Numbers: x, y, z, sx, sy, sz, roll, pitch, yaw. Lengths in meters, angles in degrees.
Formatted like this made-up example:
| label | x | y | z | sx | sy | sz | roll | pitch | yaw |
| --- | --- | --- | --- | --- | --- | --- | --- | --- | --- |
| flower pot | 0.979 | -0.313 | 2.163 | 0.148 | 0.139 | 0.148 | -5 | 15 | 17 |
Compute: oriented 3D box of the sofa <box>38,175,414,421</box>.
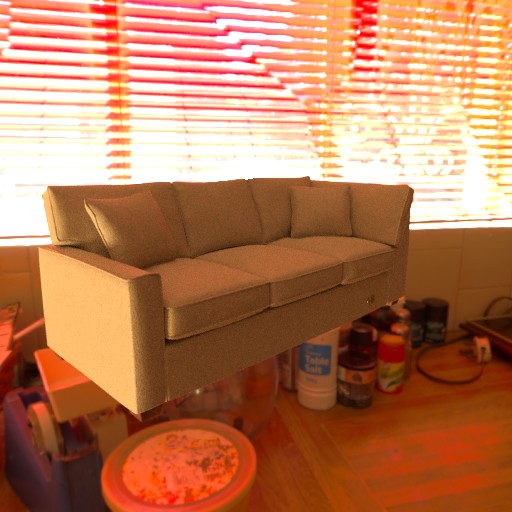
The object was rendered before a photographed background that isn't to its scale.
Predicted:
| label | x | y | z | sx | sy | sz | roll | pitch | yaw |
| --- | --- | --- | --- | --- | --- | --- | --- | --- | --- |
| sofa | 0.000 | 0.000 | 2.848 | 2.317 | 0.962 | 1.061 | -12 | 17 | -43 |
